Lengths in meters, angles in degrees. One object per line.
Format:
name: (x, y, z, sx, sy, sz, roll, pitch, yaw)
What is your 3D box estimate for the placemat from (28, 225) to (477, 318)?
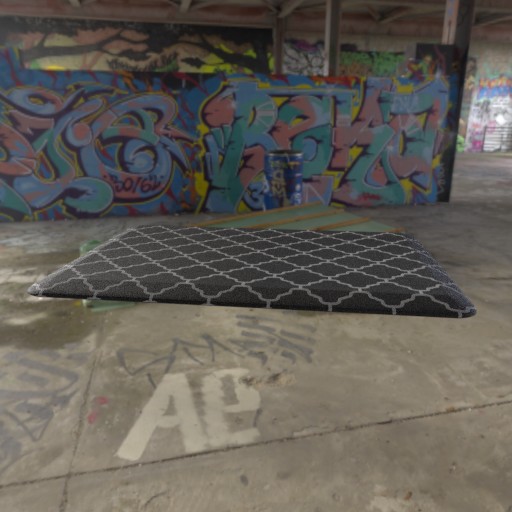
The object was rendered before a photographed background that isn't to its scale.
placemat: (0.000, 0.000, 0.956, 0.762, 0.021, 0.508, 2, 17, 7)
